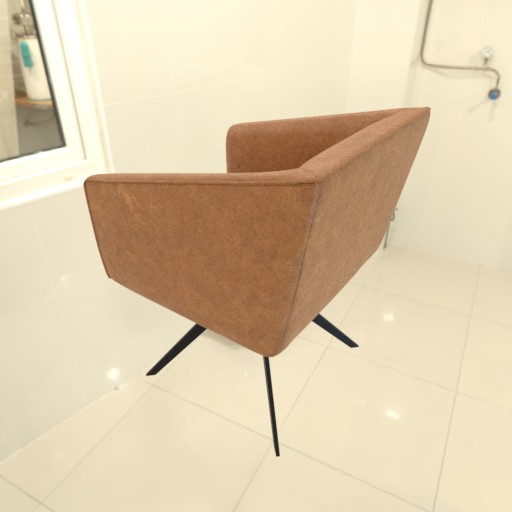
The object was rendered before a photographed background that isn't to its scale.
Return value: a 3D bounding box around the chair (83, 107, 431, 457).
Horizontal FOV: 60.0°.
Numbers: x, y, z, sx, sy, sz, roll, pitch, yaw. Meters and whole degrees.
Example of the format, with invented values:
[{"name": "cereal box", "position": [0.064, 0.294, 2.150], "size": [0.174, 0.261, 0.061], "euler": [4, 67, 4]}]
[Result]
[{"name": "chair", "position": [0.000, 0.000, 1.193], "size": [0.625, 0.760, 0.588], "euler": [20, 37, 29]}]
